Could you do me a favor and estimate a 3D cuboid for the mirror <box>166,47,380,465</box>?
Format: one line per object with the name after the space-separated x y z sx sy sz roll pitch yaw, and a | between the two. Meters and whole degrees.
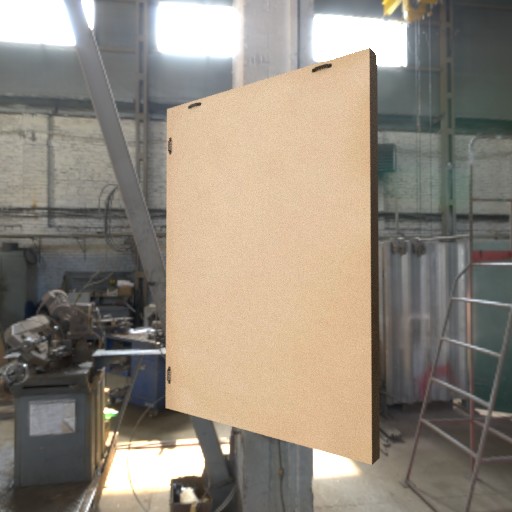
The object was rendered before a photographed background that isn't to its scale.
0.000 0.000 0.915 0.507 0.710 0.040 -1 -2 36 | mirror
